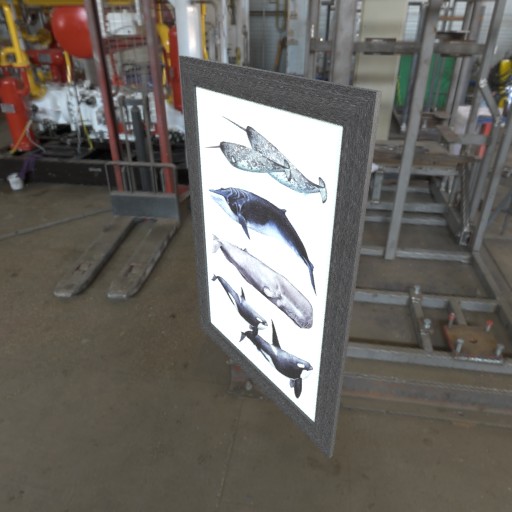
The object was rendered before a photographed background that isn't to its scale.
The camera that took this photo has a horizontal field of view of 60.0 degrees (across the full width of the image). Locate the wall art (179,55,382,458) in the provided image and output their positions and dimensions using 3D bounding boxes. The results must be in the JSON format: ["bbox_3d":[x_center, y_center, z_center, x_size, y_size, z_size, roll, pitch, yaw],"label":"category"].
[{"bbox_3d":[0.000,0.000,1.426,0.016,1.116,0.810,-20,36,-31],"label":"wall art"}]
